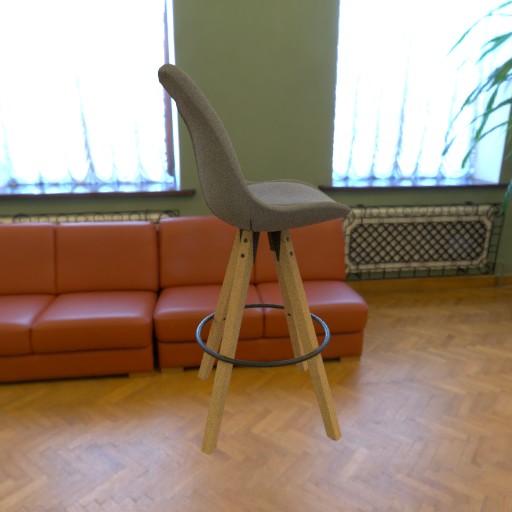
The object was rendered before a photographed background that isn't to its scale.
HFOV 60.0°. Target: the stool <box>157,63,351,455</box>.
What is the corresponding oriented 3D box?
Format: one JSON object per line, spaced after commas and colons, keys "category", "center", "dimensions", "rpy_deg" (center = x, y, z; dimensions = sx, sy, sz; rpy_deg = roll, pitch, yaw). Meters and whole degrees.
{"category": "stool", "center": [0.000, 0.000, 1.432], "dimensions": [0.550, 1.115, 0.485], "rpy_deg": [-3, 17, -8]}
